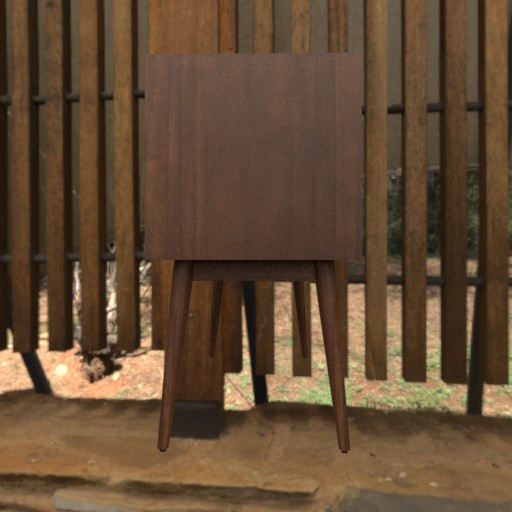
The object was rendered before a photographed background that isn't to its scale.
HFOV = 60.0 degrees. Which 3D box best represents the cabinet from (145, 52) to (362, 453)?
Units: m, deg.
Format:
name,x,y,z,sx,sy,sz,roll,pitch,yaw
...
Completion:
name,x,y,z,sx,sy,sz,roll,pitch,yaw
cabinet,0.000,0.000,1.090,0.354,0.654,0.743,0,0,1
